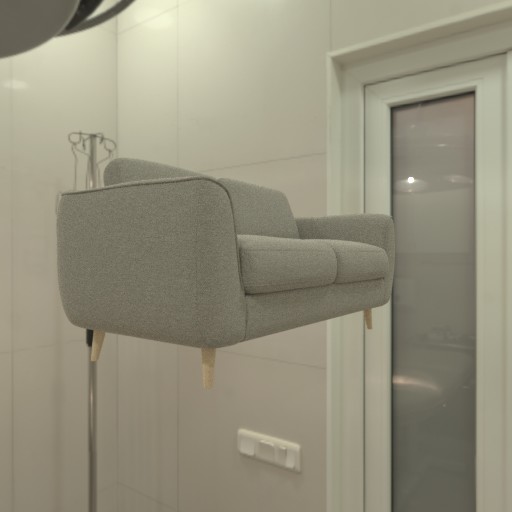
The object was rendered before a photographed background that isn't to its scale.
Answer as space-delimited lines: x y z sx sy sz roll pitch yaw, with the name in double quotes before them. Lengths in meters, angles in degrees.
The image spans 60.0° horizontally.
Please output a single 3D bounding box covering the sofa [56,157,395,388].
"sofa" 0.000 0.000 2.193 0.920 0.850 1.700 0 0 36
